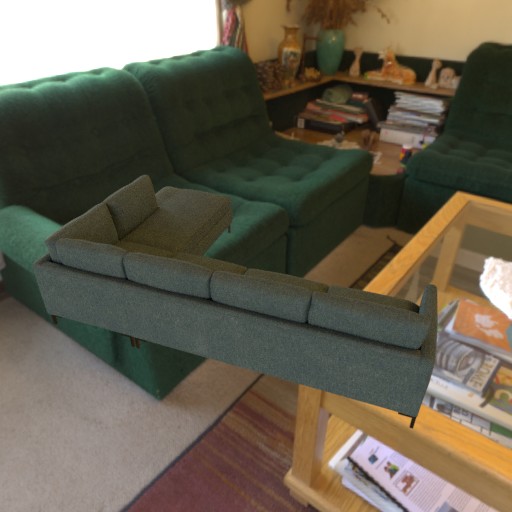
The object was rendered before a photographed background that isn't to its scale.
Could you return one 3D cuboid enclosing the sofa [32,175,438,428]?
[{"bbox_3d":[0.000,0.000,3.818,2.949,0.815,2.007,11,34,17],"label":"sofa"}]
